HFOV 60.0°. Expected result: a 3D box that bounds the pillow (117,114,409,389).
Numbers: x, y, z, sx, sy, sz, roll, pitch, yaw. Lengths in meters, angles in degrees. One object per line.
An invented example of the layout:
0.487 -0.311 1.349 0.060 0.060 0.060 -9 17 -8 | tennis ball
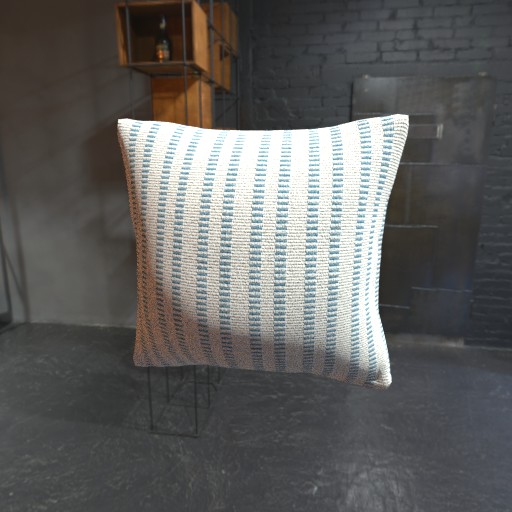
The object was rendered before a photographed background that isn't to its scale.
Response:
0.000 0.000 0.696 0.438 0.419 0.247 2 14 10 | pillow
